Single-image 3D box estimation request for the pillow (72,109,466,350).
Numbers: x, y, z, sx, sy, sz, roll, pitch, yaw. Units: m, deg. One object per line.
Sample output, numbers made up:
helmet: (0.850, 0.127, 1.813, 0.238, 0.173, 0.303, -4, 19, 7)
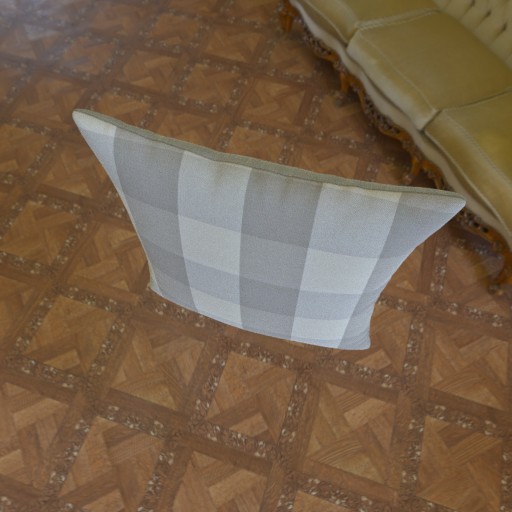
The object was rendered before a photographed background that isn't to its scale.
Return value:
pillow: (0.000, 0.000, 0.767, 0.511, 0.509, 0.161, 15, 61, 9)
